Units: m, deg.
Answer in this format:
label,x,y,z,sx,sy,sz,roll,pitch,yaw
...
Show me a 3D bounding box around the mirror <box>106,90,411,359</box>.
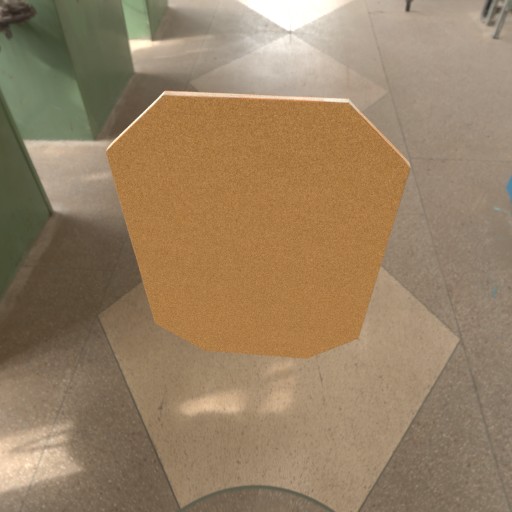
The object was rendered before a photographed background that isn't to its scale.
label,x,y,z,sx,sy,sz,roll,pitch,yaw
mirror,0.000,0.000,1.308,0.709,1.015,0.061,4,47,4
